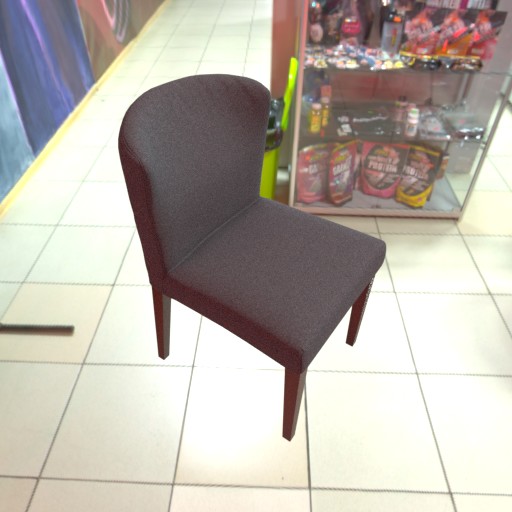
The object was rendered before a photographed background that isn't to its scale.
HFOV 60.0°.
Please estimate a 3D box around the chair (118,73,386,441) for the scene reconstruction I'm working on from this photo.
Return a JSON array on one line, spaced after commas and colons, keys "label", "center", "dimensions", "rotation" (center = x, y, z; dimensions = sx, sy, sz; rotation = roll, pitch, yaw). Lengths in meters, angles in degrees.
[{"label": "chair", "center": [0.000, 0.000, 1.239], "dimensions": [0.592, 0.839, 0.491], "rotation": [25, 48, 25]}]
